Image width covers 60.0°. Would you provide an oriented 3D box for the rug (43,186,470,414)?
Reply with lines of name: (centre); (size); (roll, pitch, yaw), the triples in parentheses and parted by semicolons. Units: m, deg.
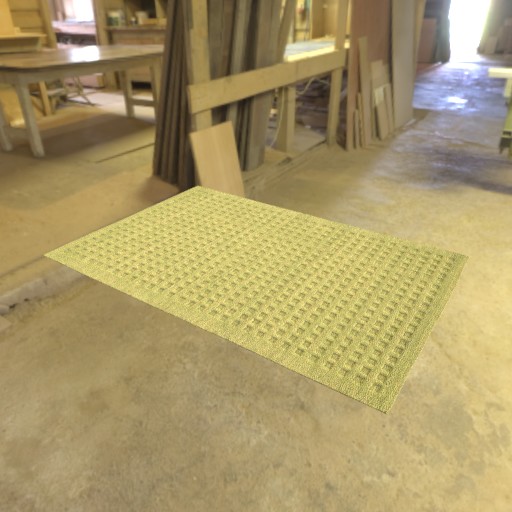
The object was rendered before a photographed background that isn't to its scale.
rug: (0.000, 0.000, 2.853); (2.297, 0.007, 1.529); (18, 34, 29)
